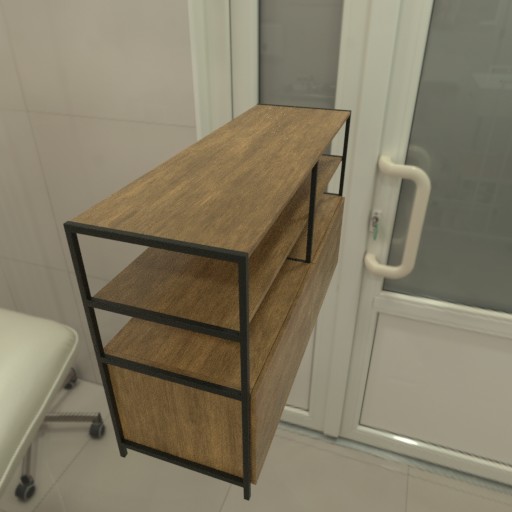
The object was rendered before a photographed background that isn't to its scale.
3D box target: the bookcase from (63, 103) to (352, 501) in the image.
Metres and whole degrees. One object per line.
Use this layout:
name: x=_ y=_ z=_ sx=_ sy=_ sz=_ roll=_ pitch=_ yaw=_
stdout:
bookcase: x=0.000 y=0.000 z=1.446 sx=0.391 sy=0.712 sz=1.149 roll=10 pitch=32 yaw=17
